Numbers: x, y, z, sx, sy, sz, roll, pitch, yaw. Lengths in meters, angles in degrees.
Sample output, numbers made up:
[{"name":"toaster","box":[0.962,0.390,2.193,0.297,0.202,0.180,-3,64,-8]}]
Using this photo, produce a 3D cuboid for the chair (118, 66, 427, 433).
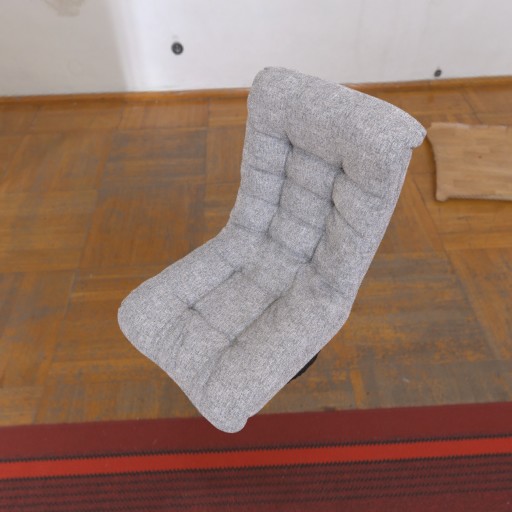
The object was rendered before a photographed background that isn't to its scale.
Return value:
[{"name":"chair","box":[0.000,0.000,0.981,0.400,0.600,0.583,34,56,26]}]
